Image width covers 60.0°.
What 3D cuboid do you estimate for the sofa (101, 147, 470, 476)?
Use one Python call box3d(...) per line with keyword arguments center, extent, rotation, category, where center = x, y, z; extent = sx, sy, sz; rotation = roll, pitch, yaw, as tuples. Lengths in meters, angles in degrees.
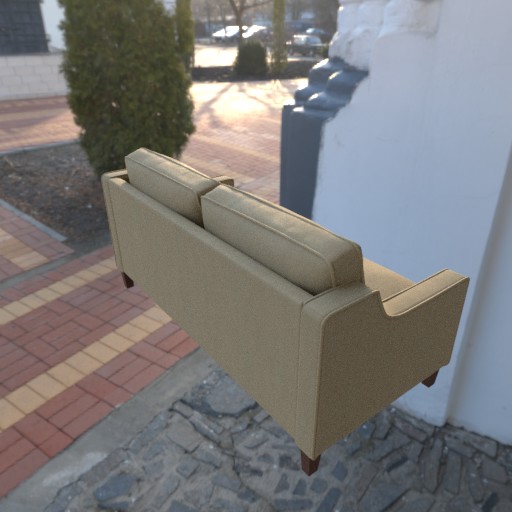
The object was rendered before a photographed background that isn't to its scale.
box3d(center=(0.000, 0.000, 2.754), extent=(1.066, 1.071, 2.178), rotation=(-19, 33, -33), category="sofa")
